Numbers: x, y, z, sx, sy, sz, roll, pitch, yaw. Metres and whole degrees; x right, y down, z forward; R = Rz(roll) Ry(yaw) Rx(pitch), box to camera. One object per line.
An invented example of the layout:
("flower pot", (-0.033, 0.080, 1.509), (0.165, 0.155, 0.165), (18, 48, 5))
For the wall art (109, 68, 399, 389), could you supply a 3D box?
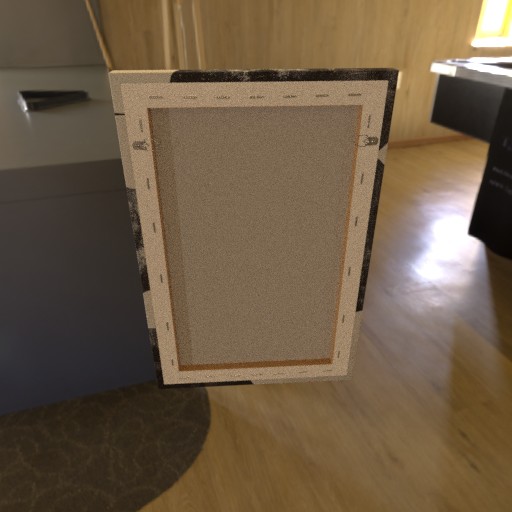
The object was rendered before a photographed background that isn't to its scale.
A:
("wall art", (0.000, 0.000, 1.174), (0.610, 0.915, 0.041), (-2, 30, -3))
